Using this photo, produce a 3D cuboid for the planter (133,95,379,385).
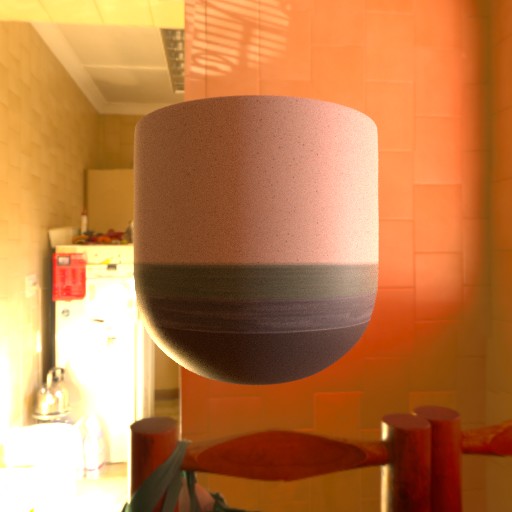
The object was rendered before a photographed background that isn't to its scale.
[{"bbox_3d":[0.000,0.000,0.503,0.268,0.270,0.268,0,0,0],"label":"planter"}]
